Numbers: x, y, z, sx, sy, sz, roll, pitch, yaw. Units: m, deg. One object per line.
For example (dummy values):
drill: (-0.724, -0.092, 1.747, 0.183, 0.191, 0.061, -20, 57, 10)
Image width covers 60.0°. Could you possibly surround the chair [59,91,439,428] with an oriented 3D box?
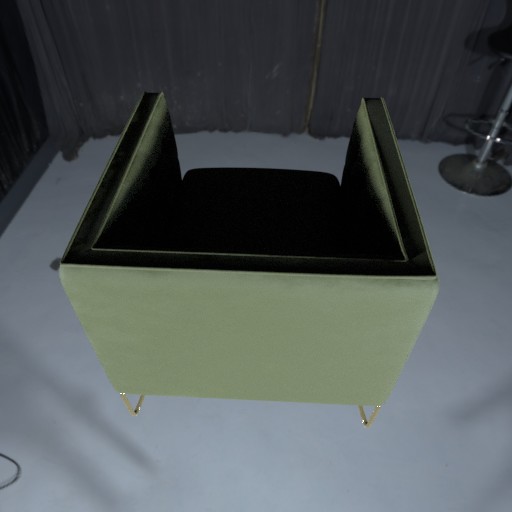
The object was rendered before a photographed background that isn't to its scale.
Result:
chair: (0.000, 0.000, 1.546, 0.880, 0.790, 0.894, 2, 46, 2)
